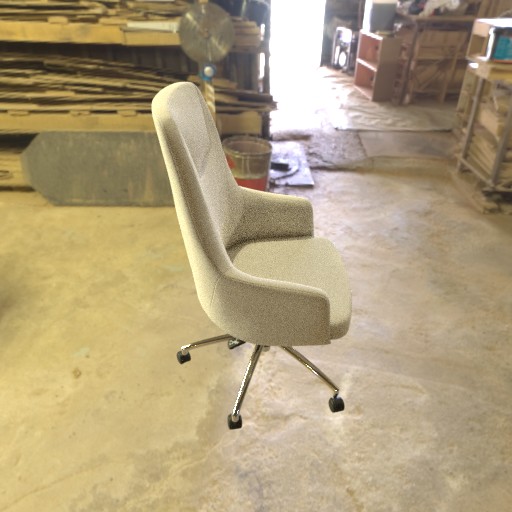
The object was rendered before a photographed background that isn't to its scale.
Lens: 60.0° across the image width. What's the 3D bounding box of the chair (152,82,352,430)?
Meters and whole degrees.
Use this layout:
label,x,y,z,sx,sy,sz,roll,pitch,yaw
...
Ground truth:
label,x,y,z,sx,sy,sz,roll,pitch,yaw
chair,0.000,0.000,1.485,0.640,1.049,0.620,1,33,1
